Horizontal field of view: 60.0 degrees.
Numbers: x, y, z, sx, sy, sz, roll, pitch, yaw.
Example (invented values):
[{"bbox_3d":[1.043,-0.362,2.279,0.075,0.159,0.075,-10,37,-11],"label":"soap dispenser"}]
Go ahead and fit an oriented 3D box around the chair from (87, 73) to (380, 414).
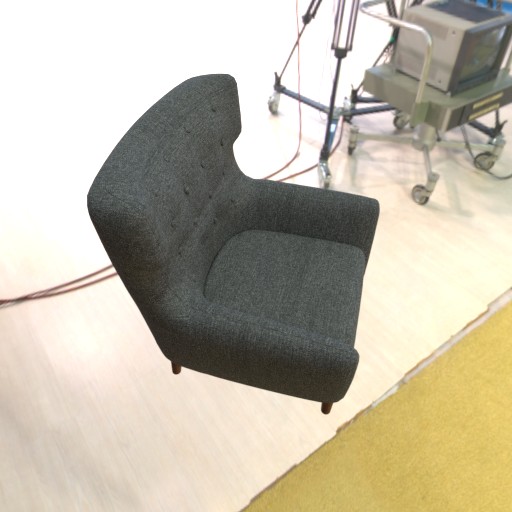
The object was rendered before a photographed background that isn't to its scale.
[{"bbox_3d":[0.000,0.000,1.759,0.904,1.063,0.878,12,48,11],"label":"chair"}]
